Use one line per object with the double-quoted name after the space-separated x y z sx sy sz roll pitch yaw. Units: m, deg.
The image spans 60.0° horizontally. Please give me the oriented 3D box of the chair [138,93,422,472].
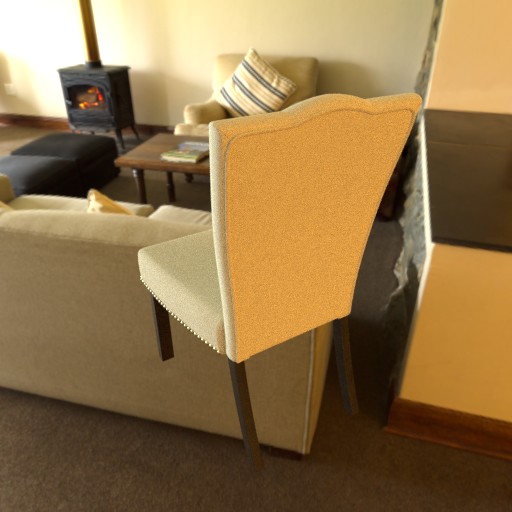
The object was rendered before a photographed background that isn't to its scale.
0.000 0.000 1.245 0.518 0.946 0.589 -18 35 -27 "chair"
